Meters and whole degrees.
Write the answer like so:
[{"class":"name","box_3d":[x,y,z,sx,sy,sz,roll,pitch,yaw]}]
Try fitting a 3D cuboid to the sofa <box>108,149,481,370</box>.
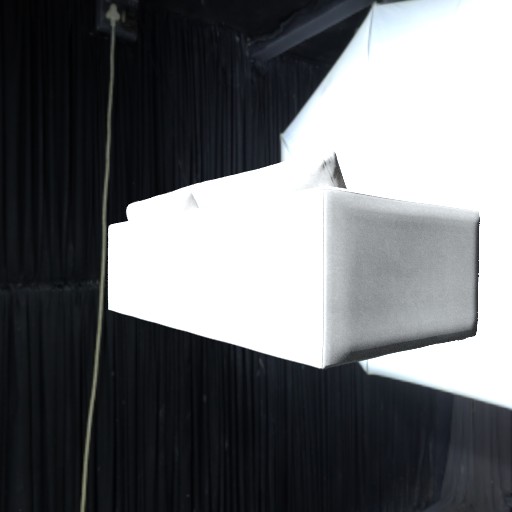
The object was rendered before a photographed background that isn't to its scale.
[{"class":"sofa","box_3d":[0.000,0.000,2.729,1.090,0.838,2.588,0,0,-37]}]
